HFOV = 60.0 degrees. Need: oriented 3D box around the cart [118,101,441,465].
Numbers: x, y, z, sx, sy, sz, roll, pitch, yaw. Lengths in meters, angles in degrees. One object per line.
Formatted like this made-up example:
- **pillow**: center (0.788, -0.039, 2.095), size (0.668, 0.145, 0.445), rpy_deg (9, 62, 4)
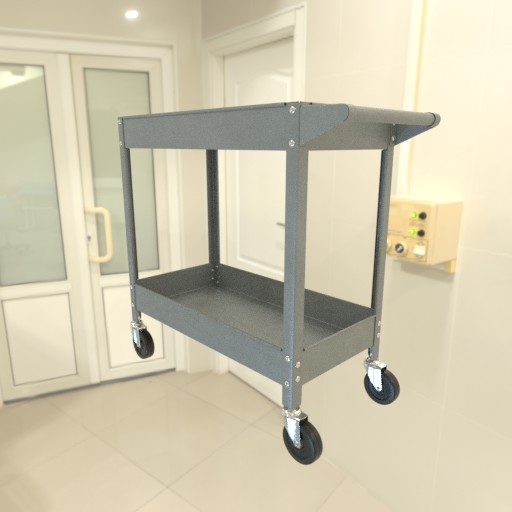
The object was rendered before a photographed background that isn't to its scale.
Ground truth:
- **cart**: center (0.000, 0.000, 1.171), size (0.366, 0.719, 0.779), rpy_deg (-13, 19, -42)
